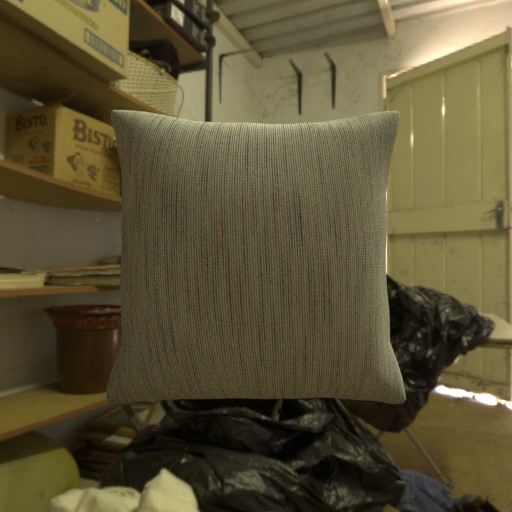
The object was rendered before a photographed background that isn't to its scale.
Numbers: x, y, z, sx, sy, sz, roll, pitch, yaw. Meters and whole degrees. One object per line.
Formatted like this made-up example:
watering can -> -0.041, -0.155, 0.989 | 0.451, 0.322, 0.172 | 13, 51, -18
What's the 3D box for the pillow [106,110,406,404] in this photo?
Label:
pillow -> 0.000, 0.000, 0.764 | 0.512, 0.506, 0.178 | 0, -1, 0
